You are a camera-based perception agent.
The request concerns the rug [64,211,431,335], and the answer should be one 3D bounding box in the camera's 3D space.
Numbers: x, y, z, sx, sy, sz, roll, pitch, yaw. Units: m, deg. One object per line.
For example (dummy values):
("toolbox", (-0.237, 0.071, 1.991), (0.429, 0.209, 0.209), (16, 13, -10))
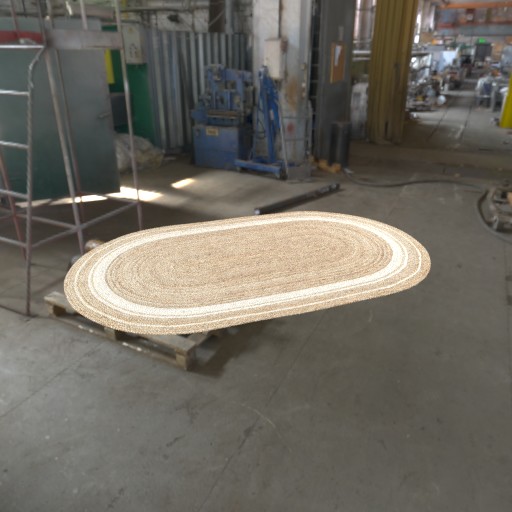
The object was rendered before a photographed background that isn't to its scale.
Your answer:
("rug", (0.000, 0.000, 3.014), (2.432, 0.006, 1.520), (-8, 26, -18))
